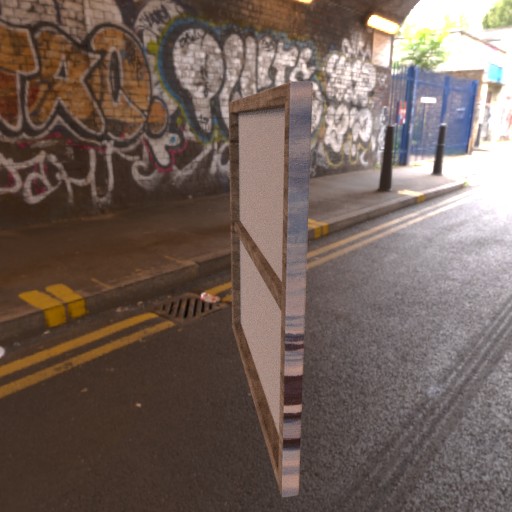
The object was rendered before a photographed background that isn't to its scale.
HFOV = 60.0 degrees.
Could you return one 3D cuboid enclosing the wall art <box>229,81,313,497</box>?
[{"bbox_3d":[0.000,0.000,1.096,0.035,0.747,0.747,-3,17,-10],"label":"wall art"}]
